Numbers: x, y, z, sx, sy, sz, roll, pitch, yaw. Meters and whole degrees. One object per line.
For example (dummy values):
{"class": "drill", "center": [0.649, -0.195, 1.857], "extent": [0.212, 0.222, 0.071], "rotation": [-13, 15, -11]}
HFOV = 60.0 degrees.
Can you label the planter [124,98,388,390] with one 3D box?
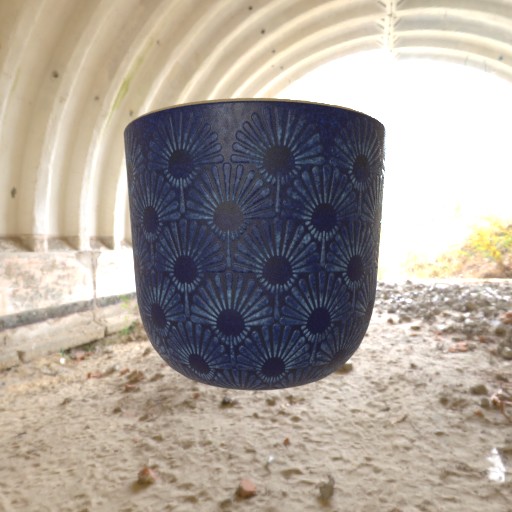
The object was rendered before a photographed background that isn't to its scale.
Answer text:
{"class": "planter", "center": [0.000, 0.000, 0.363], "extent": [0.206, 0.190, 0.206], "rotation": [0, 1, 0]}
